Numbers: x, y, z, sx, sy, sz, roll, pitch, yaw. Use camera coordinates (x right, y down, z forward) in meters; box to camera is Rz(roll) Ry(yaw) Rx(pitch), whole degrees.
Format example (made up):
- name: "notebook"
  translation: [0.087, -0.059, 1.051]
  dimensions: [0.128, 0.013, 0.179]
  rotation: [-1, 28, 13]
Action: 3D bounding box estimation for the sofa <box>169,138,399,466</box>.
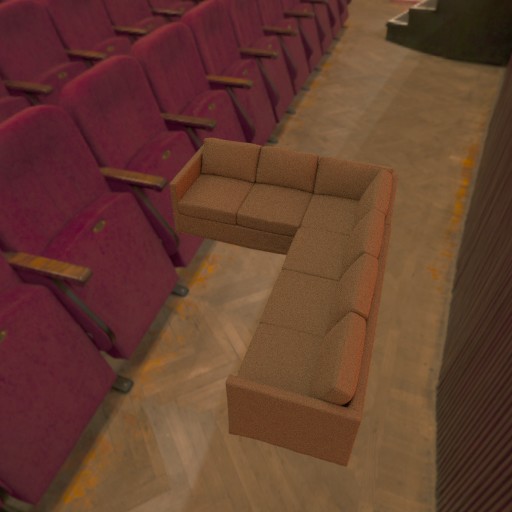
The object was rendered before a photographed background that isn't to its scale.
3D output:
- name: "sofa"
  translation: [0.000, 0.000, 4.371]
  dimensions: [2.432, 0.871, 3.182]
  rotation: [12, 43, 13]
